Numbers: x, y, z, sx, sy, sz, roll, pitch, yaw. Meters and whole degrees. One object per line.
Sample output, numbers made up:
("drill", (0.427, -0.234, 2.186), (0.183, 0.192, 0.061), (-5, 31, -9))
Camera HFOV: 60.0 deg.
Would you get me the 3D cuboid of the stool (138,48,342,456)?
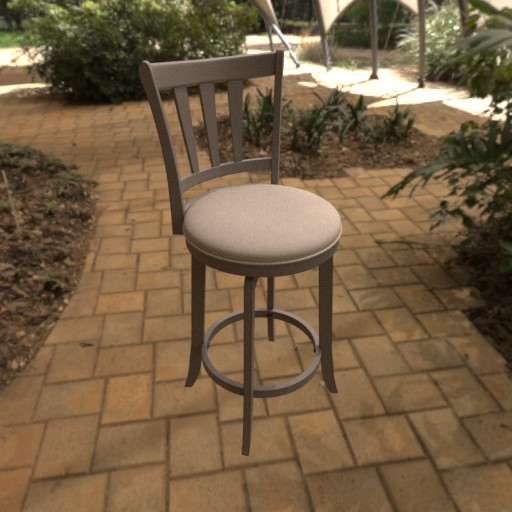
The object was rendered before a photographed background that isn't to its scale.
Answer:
("stool", (0.000, 0.000, 1.260), (0.436, 1.023, 0.475), (-22, 37, -32))
